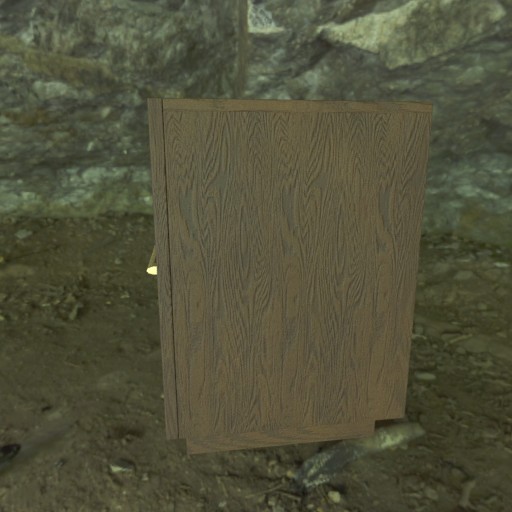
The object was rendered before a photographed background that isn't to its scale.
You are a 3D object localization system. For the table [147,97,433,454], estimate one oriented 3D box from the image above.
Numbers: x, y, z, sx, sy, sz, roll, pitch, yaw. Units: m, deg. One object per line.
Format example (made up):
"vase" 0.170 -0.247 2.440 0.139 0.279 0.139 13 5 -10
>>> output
"table" 0.000 0.000 0.952 0.439 0.585 0.560 -2 14 -8
